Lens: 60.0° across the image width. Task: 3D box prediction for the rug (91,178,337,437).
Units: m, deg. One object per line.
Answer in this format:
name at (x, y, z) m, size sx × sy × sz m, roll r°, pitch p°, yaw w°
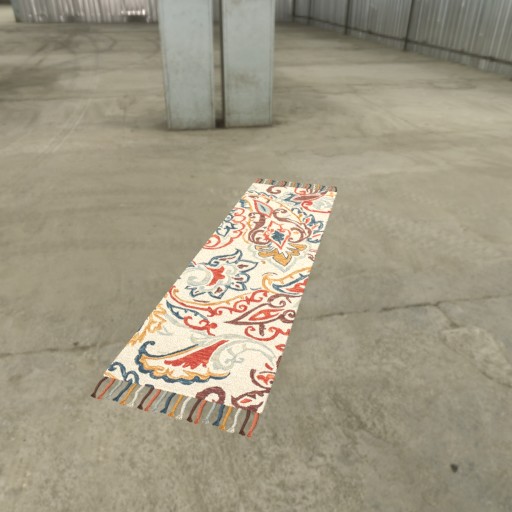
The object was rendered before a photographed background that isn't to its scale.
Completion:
rug at (0.000, 0.000, 2.954) m, size 0.763 × 0.015 × 2.682 m, roll 9°, pitch 32°, yaw 14°
